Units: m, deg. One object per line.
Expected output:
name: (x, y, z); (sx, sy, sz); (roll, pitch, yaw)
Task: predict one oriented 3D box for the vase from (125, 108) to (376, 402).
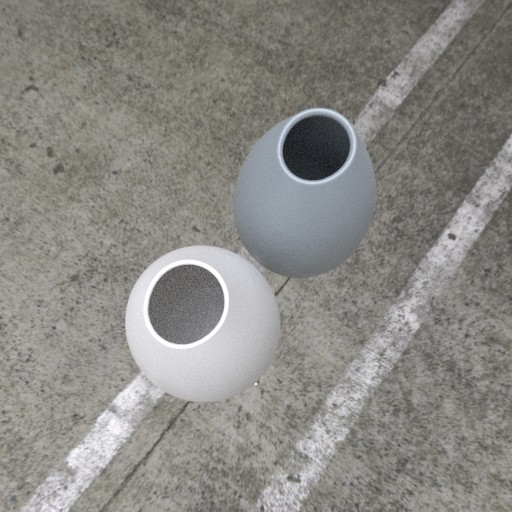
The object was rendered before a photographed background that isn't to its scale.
vase: (0.000, 0.000, 0.263); (0.089, 0.131, 0.187); (37, 77, 10)
